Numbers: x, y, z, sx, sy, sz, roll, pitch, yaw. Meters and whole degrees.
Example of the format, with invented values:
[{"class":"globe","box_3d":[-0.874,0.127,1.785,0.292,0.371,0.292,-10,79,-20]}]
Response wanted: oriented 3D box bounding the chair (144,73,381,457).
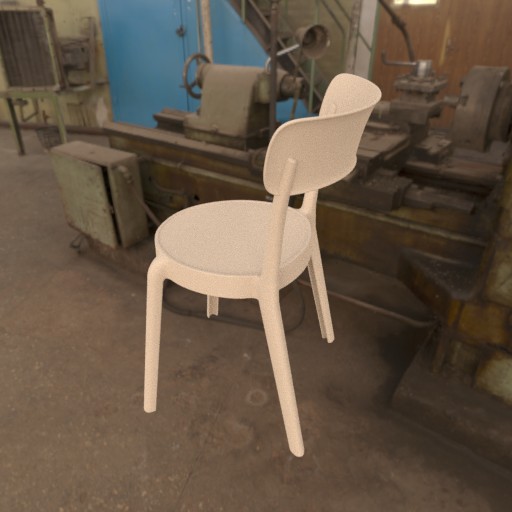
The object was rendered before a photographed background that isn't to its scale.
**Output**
[{"class":"chair","box_3d":[0.000,0.000,1.091,0.491,0.790,0.506,9,32,16]}]
